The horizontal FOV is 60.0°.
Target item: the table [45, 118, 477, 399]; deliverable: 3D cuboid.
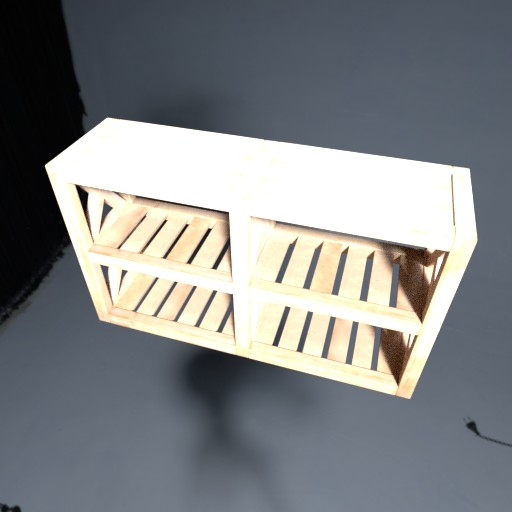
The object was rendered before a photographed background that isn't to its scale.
[{"bbox_3d":[0.000,0.000,1.671,1.320,0.762,0.381,11,43,13],"label":"table"}]
